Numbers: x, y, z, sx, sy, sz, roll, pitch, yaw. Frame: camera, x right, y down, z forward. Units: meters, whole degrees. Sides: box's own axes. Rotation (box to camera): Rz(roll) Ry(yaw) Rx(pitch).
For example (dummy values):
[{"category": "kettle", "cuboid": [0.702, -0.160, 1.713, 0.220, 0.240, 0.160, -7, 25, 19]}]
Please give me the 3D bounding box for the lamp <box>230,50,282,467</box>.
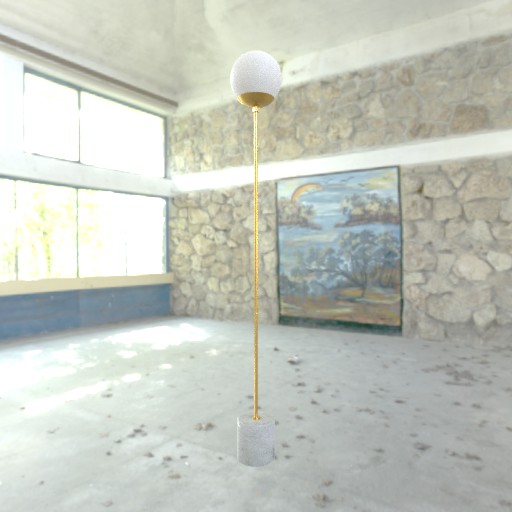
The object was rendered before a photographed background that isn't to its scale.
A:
[{"category": "lamp", "cuboid": [0.000, 0.000, 1.918, 0.224, 1.753, 0.224, 0, 0, 35]}]
